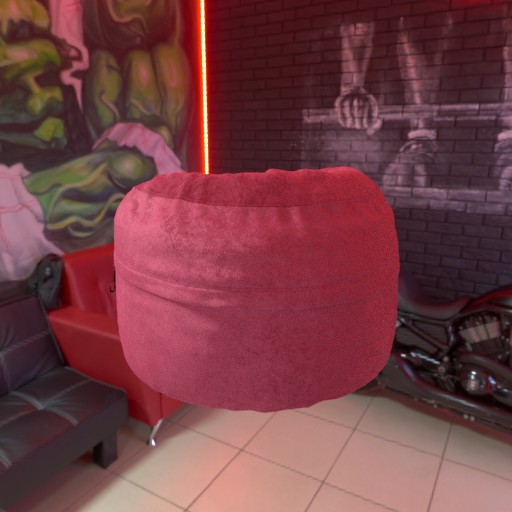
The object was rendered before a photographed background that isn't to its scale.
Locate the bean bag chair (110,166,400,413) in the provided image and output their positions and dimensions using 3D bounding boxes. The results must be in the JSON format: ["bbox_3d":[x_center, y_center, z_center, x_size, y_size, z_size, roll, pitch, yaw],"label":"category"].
[{"bbox_3d":[0.000,0.000,1.945,1.218,0.788,1.218,0,14,0],"label":"bean bag chair"}]
